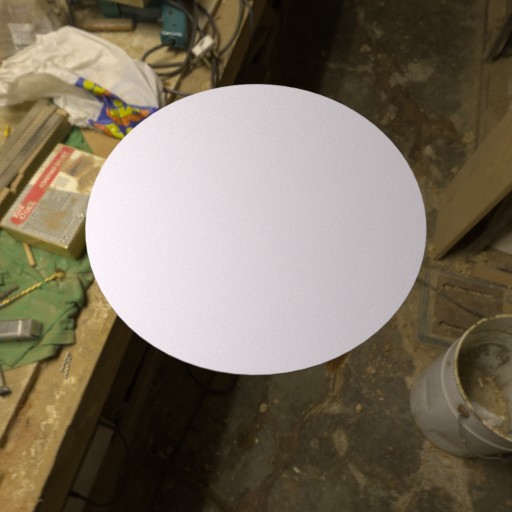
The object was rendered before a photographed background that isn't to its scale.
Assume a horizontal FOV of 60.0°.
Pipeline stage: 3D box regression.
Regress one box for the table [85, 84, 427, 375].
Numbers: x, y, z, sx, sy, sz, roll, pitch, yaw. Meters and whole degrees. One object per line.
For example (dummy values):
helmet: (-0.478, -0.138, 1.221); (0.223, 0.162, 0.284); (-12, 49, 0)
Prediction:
table: (0.000, 0.000, 0.971); (0.600, 0.405, 0.600); (0, 63, 0)
